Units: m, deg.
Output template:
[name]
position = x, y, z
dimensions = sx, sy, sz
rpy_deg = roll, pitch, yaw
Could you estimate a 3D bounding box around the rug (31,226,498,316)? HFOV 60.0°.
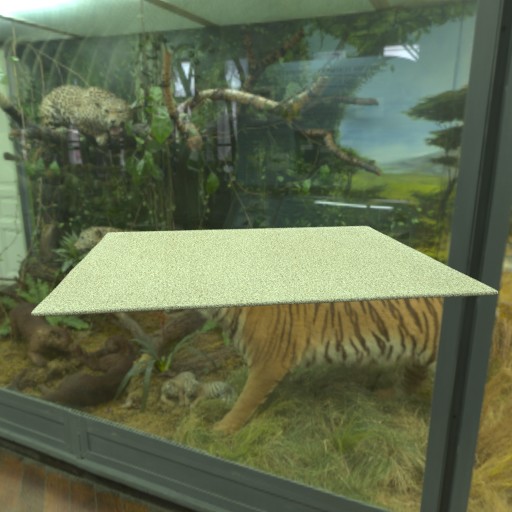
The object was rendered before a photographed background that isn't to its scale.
[rug]
position = 0.000, 0.000, 4.006
dimensions = 3.047, 0.029, 2.438
rpy_deg = -2, 15, -7
